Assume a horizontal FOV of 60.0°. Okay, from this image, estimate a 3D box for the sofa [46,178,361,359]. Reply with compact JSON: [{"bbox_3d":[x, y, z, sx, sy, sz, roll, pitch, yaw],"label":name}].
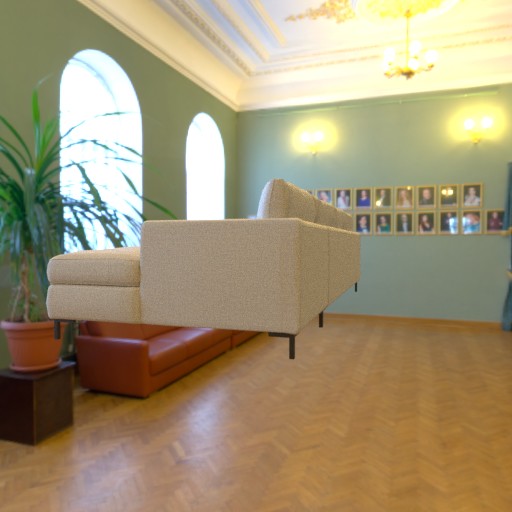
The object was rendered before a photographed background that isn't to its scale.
[{"bbox_3d":[0.000,0.000,3.215,1.258,0.755,2.731,1,2,18],"label":"sofa"}]
